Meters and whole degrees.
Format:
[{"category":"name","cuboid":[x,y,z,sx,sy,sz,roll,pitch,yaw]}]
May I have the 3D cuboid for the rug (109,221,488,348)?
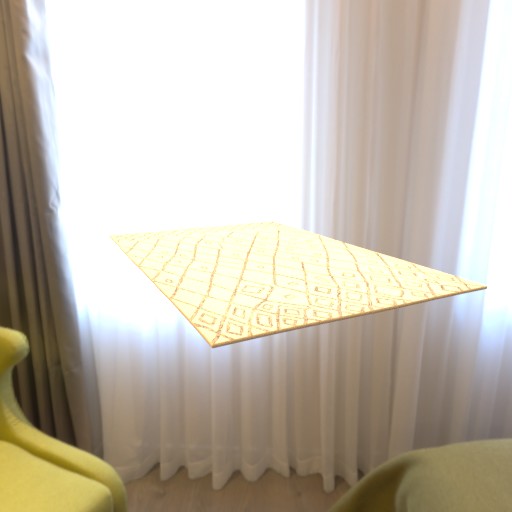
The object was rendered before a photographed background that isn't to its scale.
[{"category":"rug","cuboid":[0.000,0.000,2.350,1.222,0.015,1.828,-7,16,-26]}]
